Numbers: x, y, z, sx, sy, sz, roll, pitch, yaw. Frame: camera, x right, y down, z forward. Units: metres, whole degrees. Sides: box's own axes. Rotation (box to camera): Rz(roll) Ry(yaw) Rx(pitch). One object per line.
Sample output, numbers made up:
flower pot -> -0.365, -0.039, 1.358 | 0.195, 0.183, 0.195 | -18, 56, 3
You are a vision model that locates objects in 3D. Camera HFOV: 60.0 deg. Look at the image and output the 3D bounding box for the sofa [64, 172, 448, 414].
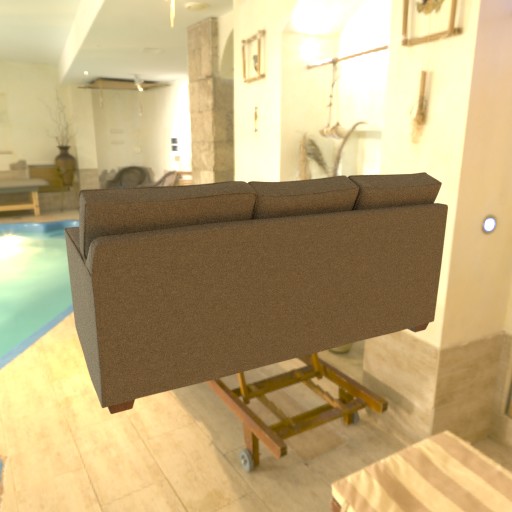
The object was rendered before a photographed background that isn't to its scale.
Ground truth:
sofa -> 0.000, 0.000, 2.577 | 1.963, 0.946, 1.034 | -8, 17, -27
